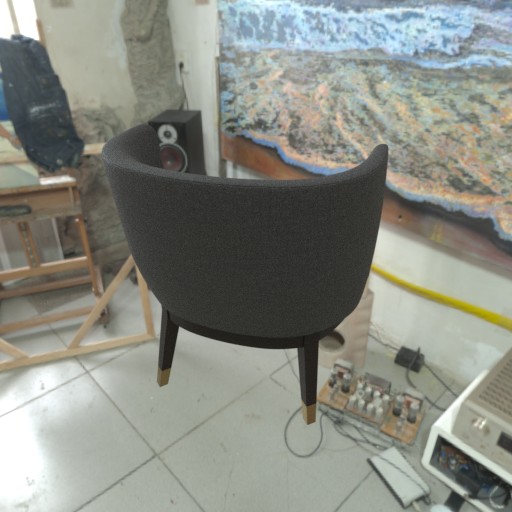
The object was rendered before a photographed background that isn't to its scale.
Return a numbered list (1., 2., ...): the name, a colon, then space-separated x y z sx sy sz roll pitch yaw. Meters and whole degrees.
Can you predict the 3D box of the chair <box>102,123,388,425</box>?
1. chair: 0.000 0.000 1.246 0.639 0.695 0.698 9 31 15
